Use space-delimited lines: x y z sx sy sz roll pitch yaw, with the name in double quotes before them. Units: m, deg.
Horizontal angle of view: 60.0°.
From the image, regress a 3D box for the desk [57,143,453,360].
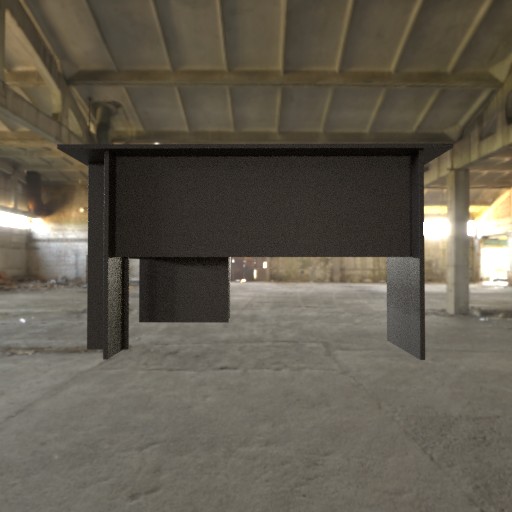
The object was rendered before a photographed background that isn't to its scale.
"desk" 0.000 0.000 2.131 1.303 0.716 1.361 0 -1 0
